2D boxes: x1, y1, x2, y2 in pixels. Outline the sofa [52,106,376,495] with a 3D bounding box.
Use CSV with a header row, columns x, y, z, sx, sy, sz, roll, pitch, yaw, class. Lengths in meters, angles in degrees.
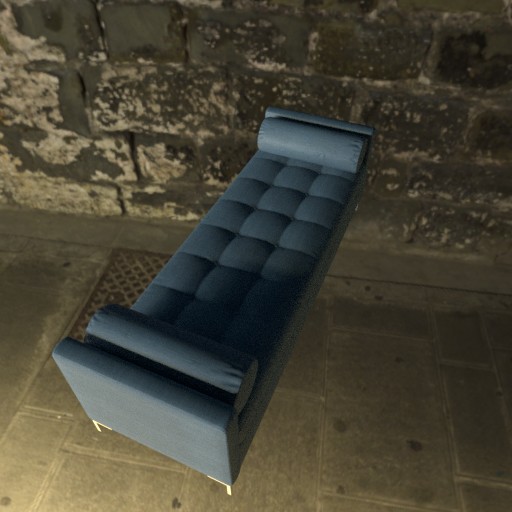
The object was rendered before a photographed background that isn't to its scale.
x,y,z,sx,sy,sz,roll,pitch,yaw,class
0.000,0.000,2.273,0.686,0.635,1.981,17,48,17,sofa
